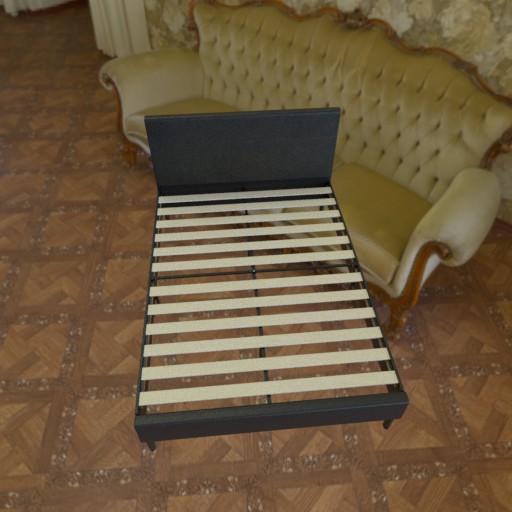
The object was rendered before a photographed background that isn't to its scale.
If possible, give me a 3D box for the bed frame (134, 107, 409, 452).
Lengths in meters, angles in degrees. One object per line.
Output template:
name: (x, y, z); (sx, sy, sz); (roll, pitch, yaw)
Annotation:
bed frame: (0.000, 0.000, 3.295); (1.634, 1.127, 2.318); (-4, 46, -4)
